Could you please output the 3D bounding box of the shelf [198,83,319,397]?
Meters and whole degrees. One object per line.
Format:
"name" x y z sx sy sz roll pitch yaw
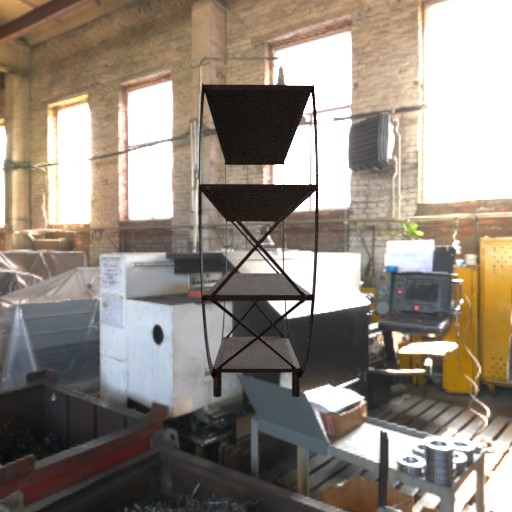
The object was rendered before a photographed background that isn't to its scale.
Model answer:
"shelf" 0.000 0.000 1.955 0.344 1.063 1.403 0 1 -1
